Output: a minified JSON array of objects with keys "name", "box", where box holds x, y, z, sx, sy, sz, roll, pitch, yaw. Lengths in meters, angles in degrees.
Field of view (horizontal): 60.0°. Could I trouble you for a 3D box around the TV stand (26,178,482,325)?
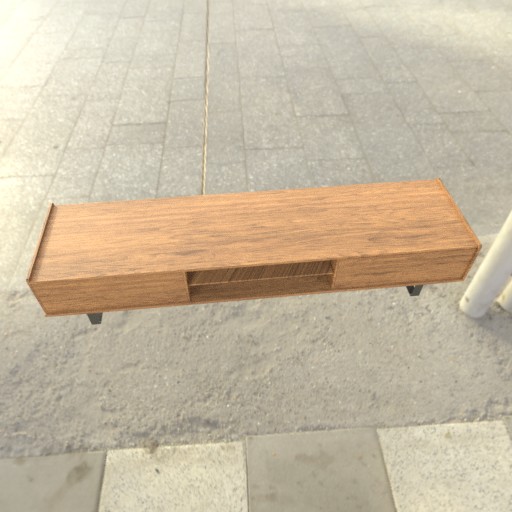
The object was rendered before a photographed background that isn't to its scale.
[{"name":"TV stand","box":[0.000,0.000,2.039,1.796,0.415,0.467,-5,48,-4]}]
